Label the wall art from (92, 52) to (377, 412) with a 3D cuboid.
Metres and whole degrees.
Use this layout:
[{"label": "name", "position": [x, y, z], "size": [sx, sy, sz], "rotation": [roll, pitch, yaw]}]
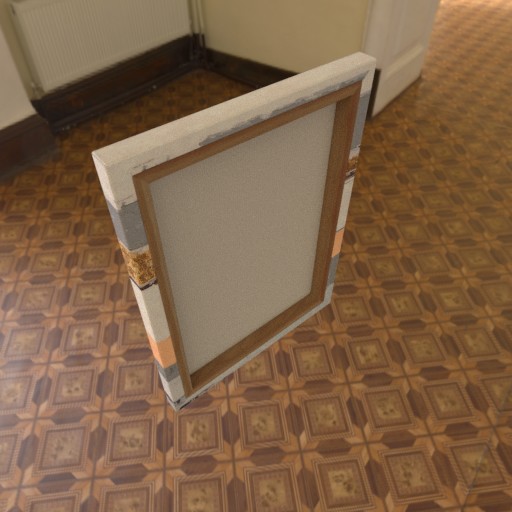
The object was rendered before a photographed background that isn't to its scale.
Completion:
[{"label": "wall art", "position": [0.000, 0.000, 0.812], "size": [0.456, 0.609, 0.038], "rotation": [-30, 53, -26]}]
